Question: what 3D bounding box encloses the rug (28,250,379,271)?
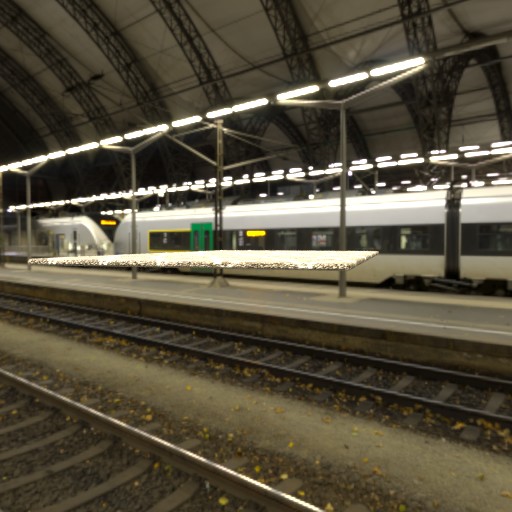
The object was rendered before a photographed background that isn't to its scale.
[{"bbox_3d":[0.000,0.000,3.046,1.524,0.030,2.438,1,2,18],"label":"rug"}]
